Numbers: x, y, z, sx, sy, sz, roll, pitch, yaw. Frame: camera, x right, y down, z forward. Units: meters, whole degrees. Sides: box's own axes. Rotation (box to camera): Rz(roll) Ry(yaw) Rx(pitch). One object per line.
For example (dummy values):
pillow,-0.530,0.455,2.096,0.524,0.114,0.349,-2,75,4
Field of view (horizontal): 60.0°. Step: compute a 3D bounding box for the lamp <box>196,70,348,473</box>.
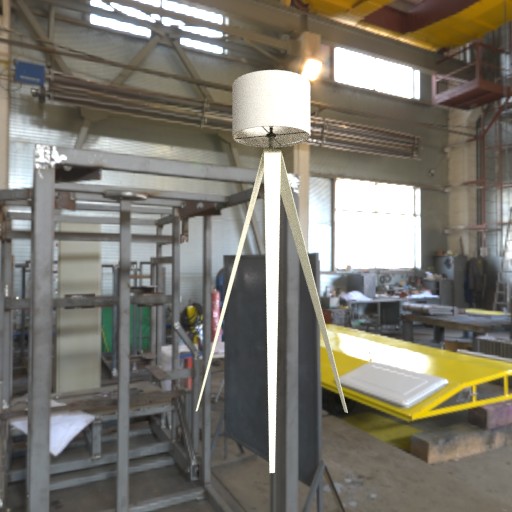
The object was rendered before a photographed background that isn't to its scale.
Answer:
lamp,0.000,0.000,1.950,0.716,1.524,0.724,0,-1,18
